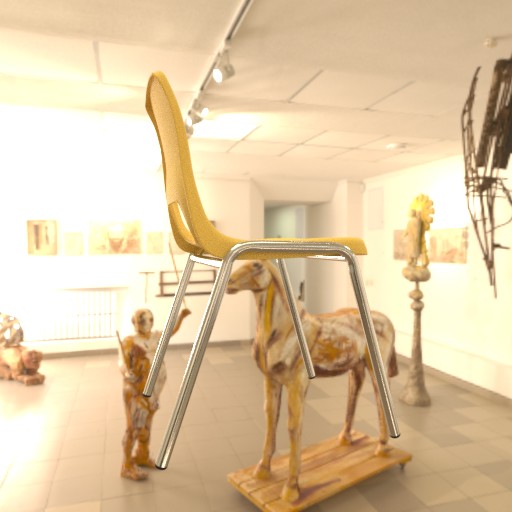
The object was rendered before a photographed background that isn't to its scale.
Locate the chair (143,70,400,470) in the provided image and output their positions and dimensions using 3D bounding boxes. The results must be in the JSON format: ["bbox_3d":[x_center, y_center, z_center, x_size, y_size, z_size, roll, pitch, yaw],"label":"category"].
[{"bbox_3d":[0.000,0.000,0.906,0.436,0.653,0.381,-1,2,-17],"label":"chair"}]
